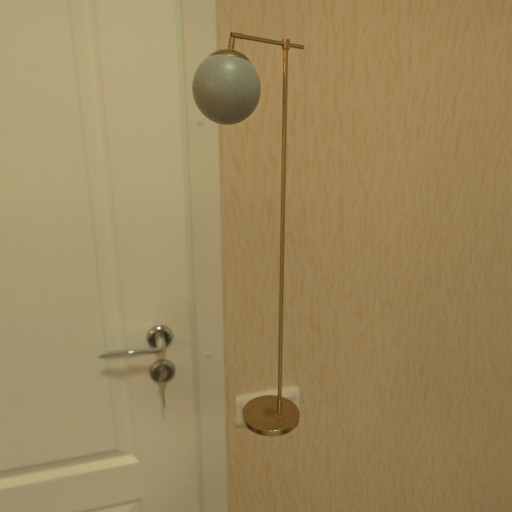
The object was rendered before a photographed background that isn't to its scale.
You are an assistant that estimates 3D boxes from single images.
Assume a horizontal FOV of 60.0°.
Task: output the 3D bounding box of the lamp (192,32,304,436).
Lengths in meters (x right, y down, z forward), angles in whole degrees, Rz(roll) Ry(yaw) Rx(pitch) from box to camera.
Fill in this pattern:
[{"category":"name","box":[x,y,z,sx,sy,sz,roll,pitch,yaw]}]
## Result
[{"category":"lamp","box":[0.000,0.000,1.653,0.476,1.505,0.249,-16,23,-42]}]
